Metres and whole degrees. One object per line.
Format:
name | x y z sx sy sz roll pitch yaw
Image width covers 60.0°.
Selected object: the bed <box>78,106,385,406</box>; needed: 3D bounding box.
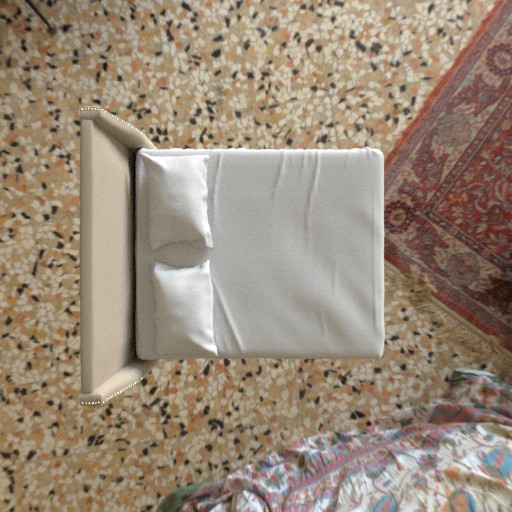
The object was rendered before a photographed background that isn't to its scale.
bed | 0.000 0.000 3.455 2.276 1.332 1.925 0 90 0
